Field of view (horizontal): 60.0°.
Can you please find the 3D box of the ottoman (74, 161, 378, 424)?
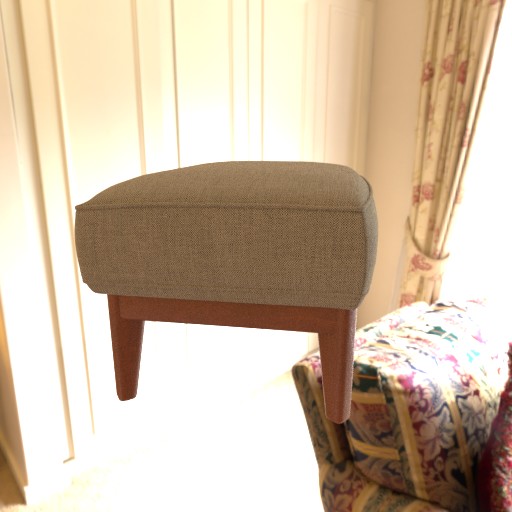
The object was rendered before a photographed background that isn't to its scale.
[{"bbox_3d":[0.000,0.000,1.123,0.555,0.458,0.750,3,15,9],"label":"ottoman"}]
